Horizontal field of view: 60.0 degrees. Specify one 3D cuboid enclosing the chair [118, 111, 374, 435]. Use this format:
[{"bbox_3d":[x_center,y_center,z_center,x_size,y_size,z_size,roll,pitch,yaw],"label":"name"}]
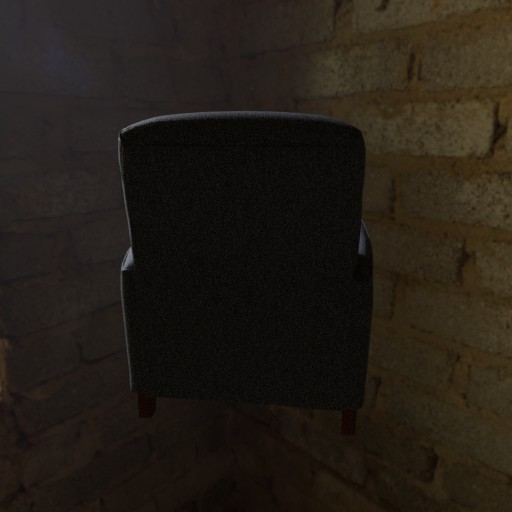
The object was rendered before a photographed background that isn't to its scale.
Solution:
[{"bbox_3d":[0.000,0.000,1.680,0.839,1.016,0.850,2,16,7],"label":"chair"}]
